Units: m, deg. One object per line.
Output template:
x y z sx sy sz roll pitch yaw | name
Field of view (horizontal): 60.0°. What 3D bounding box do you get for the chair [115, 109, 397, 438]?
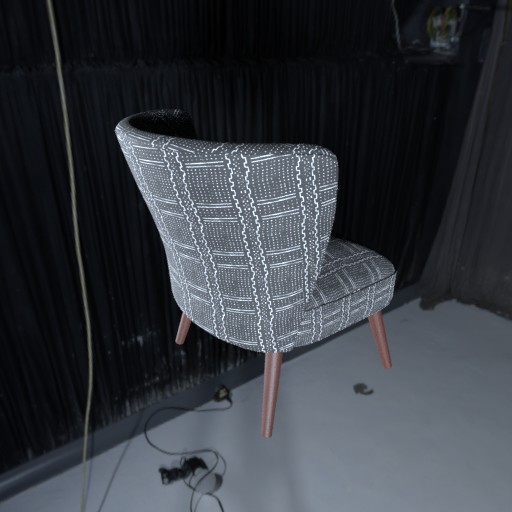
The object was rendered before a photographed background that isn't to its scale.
0.000 0.000 1.409 0.758 0.866 0.710 -18 32 -32 | chair
